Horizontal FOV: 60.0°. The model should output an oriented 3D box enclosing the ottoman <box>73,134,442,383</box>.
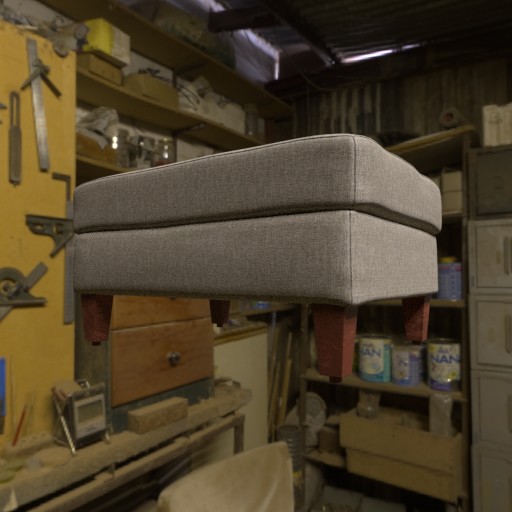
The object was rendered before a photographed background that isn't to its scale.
[{"bbox_3d":[0.000,0.000,1.245,0.873,0.494,0.639,-2,-3,35],"label":"ottoman"}]
